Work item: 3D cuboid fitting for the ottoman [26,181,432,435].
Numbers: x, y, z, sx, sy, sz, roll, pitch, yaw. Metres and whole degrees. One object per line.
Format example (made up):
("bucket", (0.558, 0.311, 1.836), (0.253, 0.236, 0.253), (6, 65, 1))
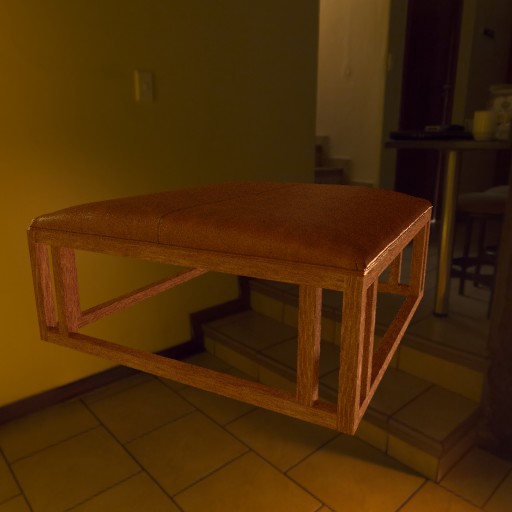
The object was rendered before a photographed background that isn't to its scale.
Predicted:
("ottoman", (0.000, 0.000, 1.552), (1.013, 0.442, 1.016), (8, 16, 27))
